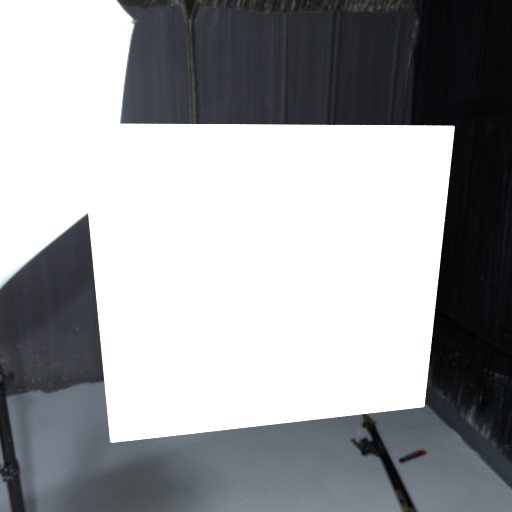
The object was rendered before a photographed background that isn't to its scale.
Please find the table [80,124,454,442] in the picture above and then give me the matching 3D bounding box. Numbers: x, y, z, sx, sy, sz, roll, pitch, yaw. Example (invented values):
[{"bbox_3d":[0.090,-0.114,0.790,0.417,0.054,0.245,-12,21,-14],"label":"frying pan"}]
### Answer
[{"bbox_3d":[0.000,0.000,0.923,0.570,0.510,0.420,-3,15,-10],"label":"table"}]
